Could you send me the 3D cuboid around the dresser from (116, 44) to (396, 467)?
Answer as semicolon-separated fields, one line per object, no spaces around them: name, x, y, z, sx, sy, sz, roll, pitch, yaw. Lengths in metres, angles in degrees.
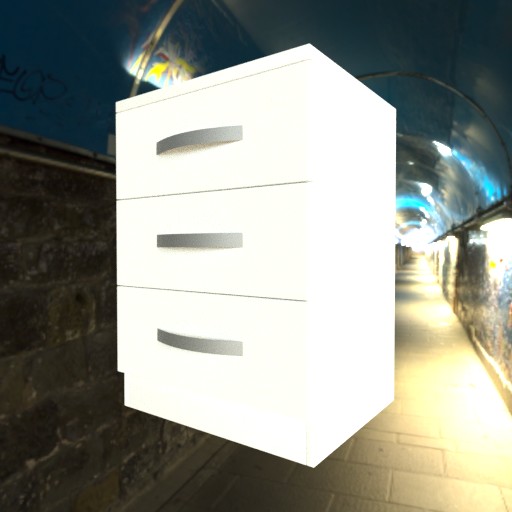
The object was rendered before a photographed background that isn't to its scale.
dresser;0.000;0.000;0.824;0.400;0.560;0.360;1;2;36
